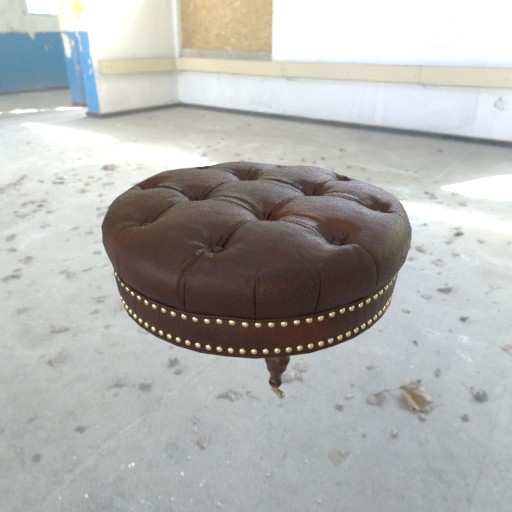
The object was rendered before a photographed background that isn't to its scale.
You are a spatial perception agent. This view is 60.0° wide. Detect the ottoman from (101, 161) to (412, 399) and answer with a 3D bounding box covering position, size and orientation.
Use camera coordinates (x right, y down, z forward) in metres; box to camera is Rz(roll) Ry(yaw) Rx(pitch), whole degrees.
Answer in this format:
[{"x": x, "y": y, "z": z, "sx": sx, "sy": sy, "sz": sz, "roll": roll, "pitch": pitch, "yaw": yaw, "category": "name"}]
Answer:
[{"x": 0.000, "y": 0.000, "z": 1.392, "sx": 0.901, "sy": 0.455, "sz": 0.901, "roll": 0, "pitch": 27, "yaw": 0, "category": "ottoman"}]
